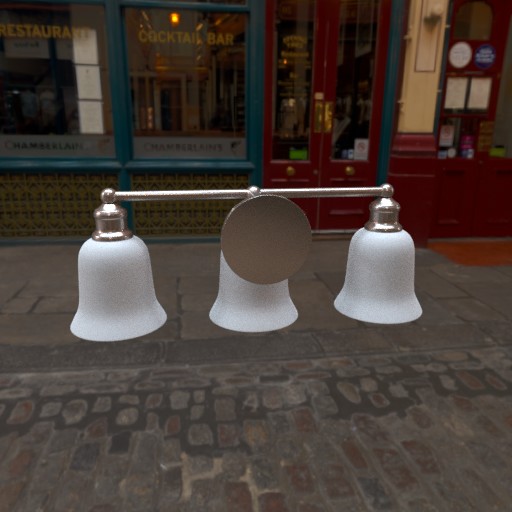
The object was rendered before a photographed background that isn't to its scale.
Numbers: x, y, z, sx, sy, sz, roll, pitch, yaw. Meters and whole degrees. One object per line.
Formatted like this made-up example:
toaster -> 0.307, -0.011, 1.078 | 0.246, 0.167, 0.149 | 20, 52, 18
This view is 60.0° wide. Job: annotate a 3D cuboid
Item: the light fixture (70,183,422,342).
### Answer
light fixture -> 0.000, 0.000, 0.674 | 0.570, 0.211, 0.198 | -2, 15, -8
